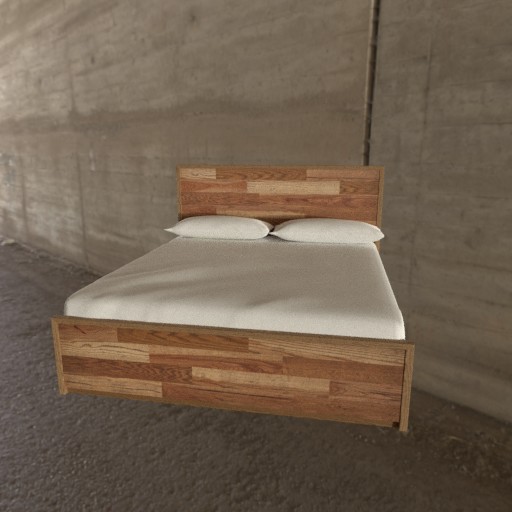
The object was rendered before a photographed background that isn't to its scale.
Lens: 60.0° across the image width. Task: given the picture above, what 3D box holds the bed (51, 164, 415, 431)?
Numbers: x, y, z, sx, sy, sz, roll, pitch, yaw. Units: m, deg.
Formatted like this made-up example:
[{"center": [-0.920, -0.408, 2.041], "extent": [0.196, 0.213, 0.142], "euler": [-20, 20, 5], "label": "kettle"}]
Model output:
[{"center": [0.000, 0.000, 3.394], "extent": [2.013, 1.295, 2.184], "euler": [2, 14, 10], "label": "bed"}]
